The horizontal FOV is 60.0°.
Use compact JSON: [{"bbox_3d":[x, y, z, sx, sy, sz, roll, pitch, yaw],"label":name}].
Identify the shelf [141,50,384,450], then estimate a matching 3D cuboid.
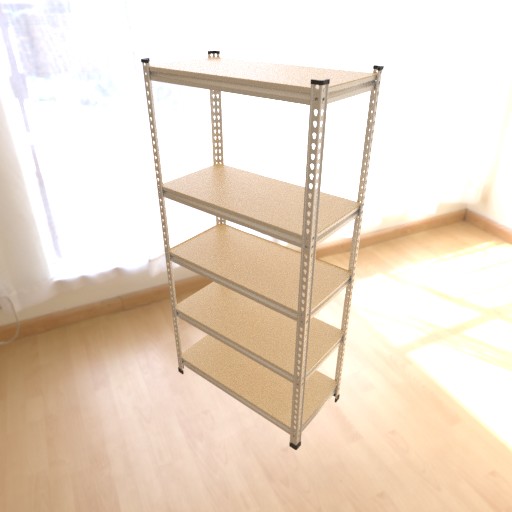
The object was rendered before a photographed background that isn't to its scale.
[{"bbox_3d":[0.000,0.000,2.267,0.914,1.829,0.457,22,37,33],"label":"shelf"}]
